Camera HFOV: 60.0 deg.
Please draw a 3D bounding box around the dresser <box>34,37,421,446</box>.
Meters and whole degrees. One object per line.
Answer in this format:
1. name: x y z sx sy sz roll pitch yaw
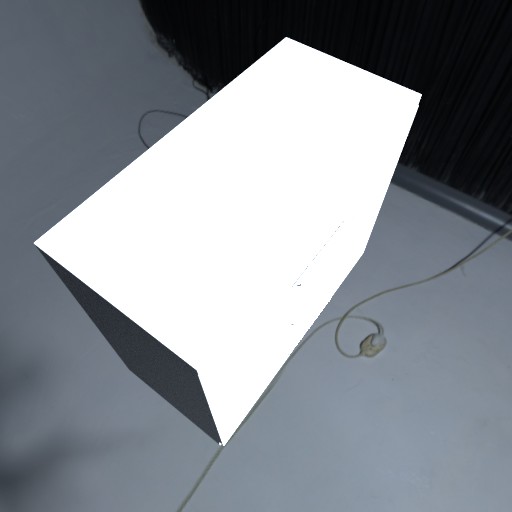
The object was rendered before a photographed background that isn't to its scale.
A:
1. dresser: 0.000 0.000 1.252 0.420 0.740 0.830 32 63 19
